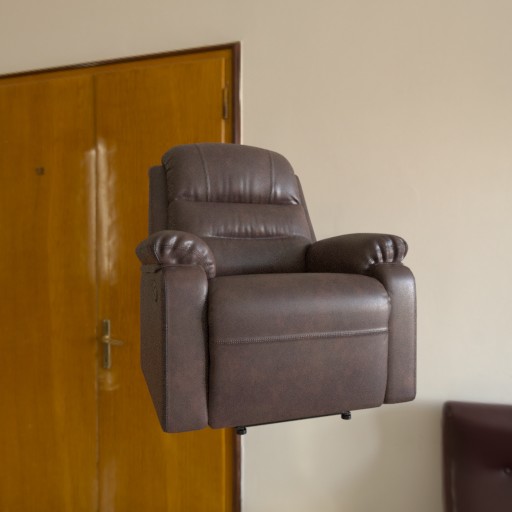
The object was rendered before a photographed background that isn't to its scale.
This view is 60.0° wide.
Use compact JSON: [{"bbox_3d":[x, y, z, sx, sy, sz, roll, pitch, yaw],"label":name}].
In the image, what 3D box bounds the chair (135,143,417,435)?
[{"bbox_3d":[0.000,0.000,1.652,0.855,0.992,0.919,0,1,-19],"label":"chair"}]
